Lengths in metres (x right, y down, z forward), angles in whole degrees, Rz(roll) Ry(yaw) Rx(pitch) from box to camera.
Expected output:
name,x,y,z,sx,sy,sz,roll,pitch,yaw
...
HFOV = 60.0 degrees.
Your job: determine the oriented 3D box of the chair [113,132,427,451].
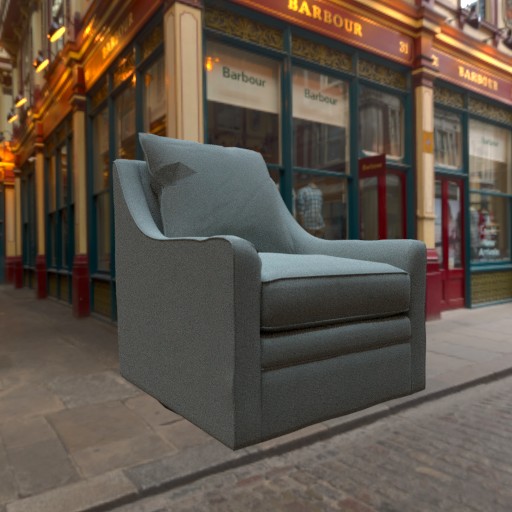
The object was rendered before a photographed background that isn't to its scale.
name,x,y,z,sx,sy,sz,roll,pitch,yaw
chair,0.000,0.000,1.562,0.760,0.926,0.870,-1,1,-36
